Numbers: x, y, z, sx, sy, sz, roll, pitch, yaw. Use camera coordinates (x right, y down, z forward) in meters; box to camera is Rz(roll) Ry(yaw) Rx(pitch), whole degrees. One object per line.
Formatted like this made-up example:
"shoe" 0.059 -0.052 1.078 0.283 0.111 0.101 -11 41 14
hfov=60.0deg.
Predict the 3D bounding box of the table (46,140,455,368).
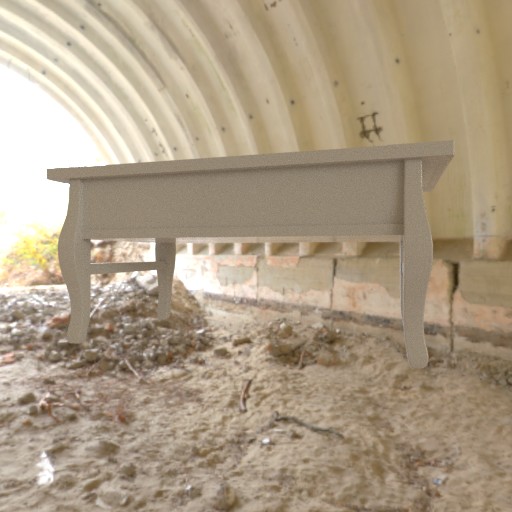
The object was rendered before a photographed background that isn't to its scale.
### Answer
"table" 0.000 0.000 1.376 1.062 0.495 0.600 0 0 17
